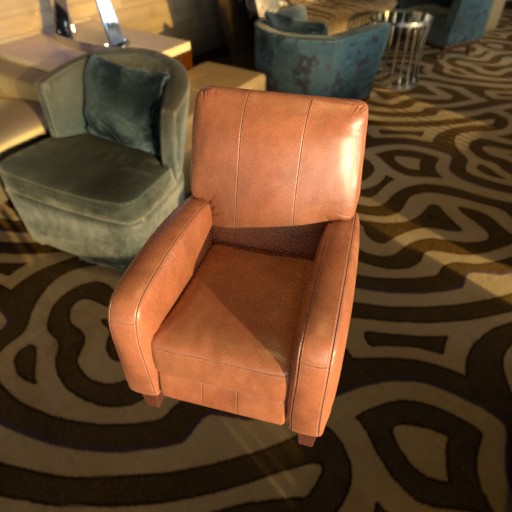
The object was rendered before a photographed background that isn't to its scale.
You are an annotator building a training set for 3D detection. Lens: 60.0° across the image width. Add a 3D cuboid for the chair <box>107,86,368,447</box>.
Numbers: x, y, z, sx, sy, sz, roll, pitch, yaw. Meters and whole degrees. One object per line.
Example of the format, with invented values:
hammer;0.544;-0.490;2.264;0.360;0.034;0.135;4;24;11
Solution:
chair;0.000;0.000;1.686;0.762;0.990;0.990;10;41;12
